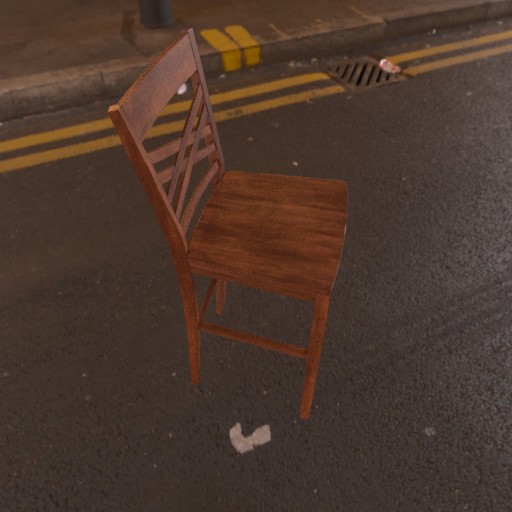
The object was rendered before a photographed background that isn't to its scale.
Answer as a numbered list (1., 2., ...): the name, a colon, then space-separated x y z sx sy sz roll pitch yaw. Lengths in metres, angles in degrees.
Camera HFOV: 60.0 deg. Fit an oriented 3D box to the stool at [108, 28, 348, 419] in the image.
1. stool: 0.000 0.000 1.321 0.487 1.105 0.433 9 47 9
